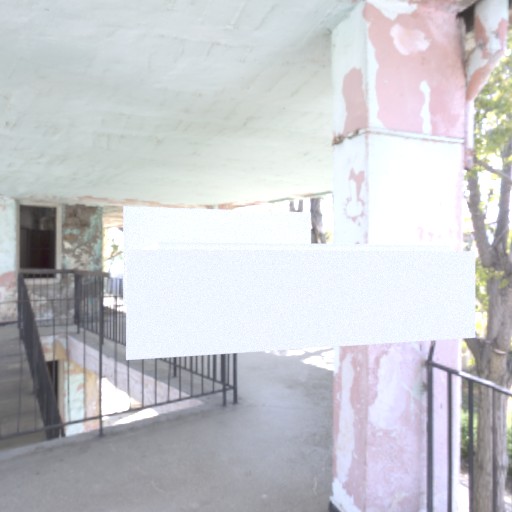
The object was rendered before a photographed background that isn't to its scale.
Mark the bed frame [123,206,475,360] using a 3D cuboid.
[{"bbox_3d":[0.000,0.000,2.847,1.622,0.800,1.960,0,0,-17],"label":"bed frame"}]
